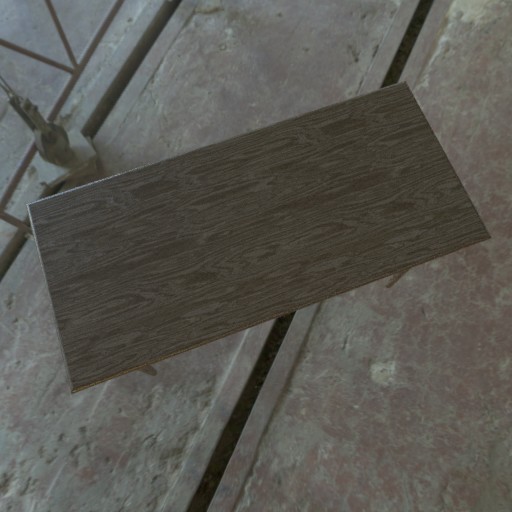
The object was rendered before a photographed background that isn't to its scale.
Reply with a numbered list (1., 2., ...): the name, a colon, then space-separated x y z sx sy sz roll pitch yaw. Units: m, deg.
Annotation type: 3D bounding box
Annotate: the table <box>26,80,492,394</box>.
1. table: 0.000 0.000 1.723 1.300 0.780 0.599 -20 75 -6
